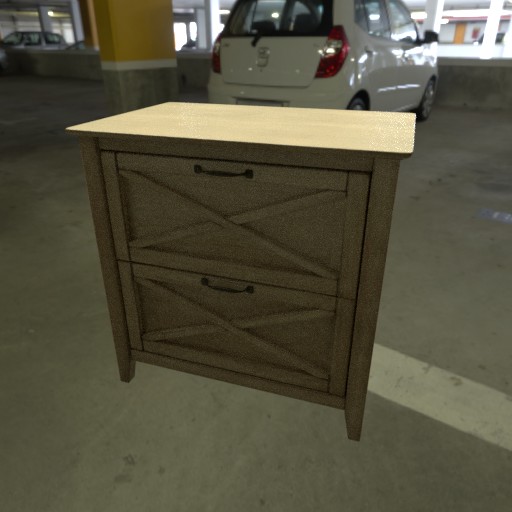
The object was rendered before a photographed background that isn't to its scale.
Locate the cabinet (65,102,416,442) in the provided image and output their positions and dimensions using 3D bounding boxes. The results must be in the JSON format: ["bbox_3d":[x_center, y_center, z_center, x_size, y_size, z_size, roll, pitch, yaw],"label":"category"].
[{"bbox_3d":[0.000,0.000,1.284,0.763,0.762,0.503,8,27,17],"label":"cabinet"}]
